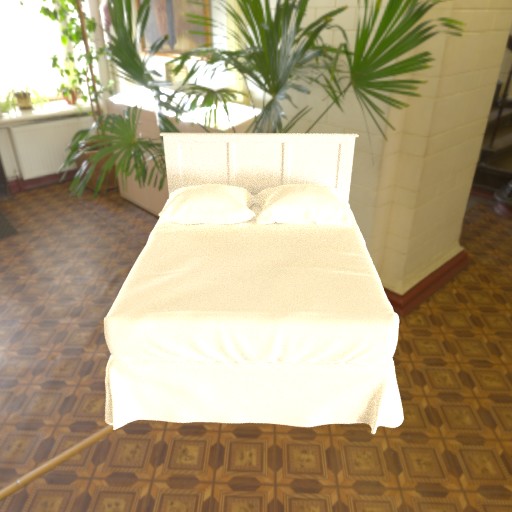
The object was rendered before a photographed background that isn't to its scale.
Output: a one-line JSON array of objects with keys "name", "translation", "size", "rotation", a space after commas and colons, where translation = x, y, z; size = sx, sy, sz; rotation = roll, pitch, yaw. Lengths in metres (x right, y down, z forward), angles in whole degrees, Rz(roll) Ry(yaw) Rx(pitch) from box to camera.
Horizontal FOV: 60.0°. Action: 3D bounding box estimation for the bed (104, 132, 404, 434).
[{"name": "bed", "translation": [0.000, 0.000, 3.171], "size": [1.876, 1.269, 2.047], "rotation": [1, 29, 1]}]
